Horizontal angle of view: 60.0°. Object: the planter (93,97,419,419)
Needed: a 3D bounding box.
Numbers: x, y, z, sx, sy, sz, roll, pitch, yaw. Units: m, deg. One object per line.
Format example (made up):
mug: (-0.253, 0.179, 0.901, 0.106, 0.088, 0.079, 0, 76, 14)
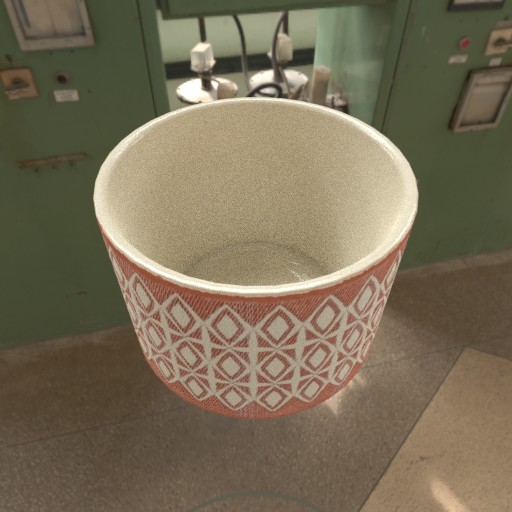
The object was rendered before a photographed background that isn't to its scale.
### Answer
planter: (0.000, 0.000, 0.322, 0.192, 0.148, 0.192, 0, 46, 0)
